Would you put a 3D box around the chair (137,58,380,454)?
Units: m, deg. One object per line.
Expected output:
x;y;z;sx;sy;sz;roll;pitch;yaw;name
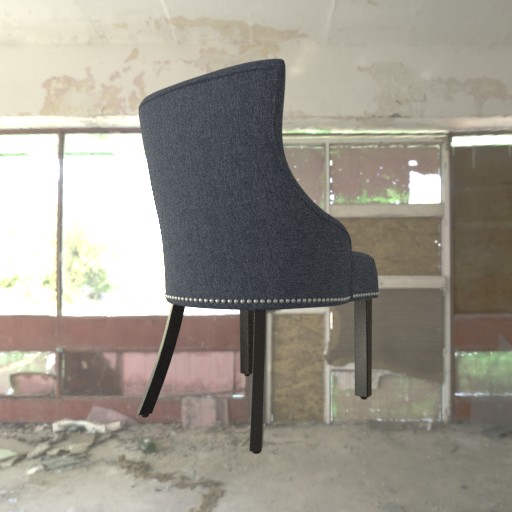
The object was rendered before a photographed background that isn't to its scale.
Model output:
0.000;0.000;1.352;0.566;0.909;0.629;0;-1;37;chair
